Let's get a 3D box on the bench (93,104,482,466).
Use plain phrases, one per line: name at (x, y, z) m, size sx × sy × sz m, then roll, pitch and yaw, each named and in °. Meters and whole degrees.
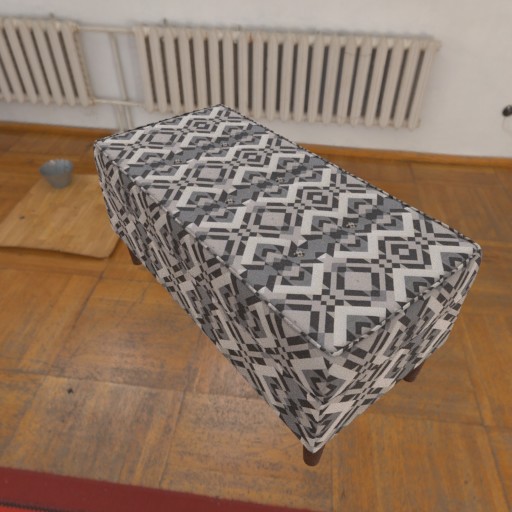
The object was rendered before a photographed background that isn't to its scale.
bench at (0.000, 0.000, 1.279) m, size 0.492 × 0.477 × 1.016 m, roll -27°, pitch 48°, yaw -28°
